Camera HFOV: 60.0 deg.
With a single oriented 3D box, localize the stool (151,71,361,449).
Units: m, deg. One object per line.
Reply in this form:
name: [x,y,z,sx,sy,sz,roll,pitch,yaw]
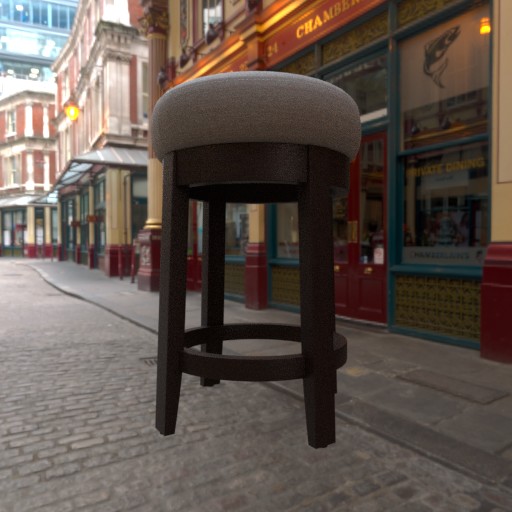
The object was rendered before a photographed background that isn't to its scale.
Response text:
stool: [0.000,0.000,0.960,0.443,0.672,0.443,0,1,0]
